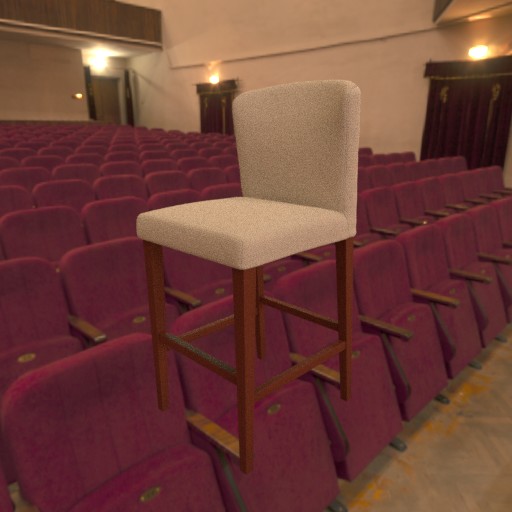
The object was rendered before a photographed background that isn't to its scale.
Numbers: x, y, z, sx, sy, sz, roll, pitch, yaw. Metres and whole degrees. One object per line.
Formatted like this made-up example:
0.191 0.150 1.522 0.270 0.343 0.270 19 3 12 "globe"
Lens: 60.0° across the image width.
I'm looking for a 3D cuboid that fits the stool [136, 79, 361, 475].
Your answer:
0.000 0.000 1.398 0.481 1.069 0.568 15 22 42 "stool"
